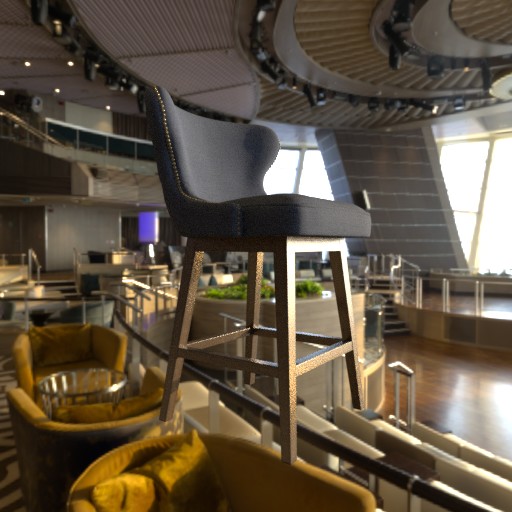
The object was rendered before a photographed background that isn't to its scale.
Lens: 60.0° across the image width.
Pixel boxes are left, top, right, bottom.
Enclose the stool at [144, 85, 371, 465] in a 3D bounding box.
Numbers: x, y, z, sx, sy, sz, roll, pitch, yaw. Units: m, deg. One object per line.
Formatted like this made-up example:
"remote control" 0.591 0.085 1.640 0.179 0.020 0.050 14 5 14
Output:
"stool" 0.000 0.000 1.371 0.597 0.972 0.615 1 2 36
